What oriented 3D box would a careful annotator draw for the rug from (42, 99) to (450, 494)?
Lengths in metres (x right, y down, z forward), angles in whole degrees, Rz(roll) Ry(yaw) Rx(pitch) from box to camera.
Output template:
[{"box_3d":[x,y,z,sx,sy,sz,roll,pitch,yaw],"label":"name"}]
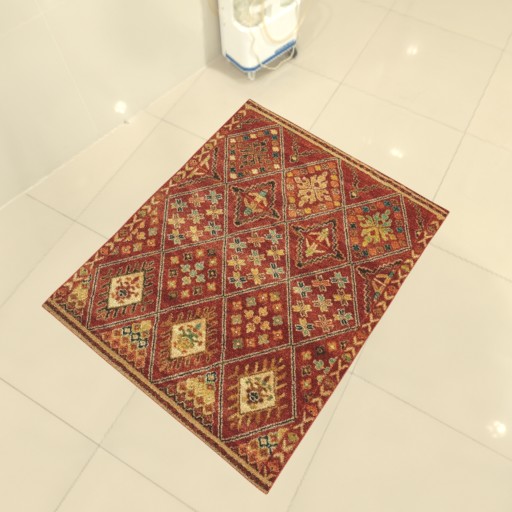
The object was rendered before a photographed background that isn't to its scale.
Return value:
[{"box_3d":[0.000,0.000,4.155,2.489,0.030,3.086,34,69,15],"label":"rug"}]
